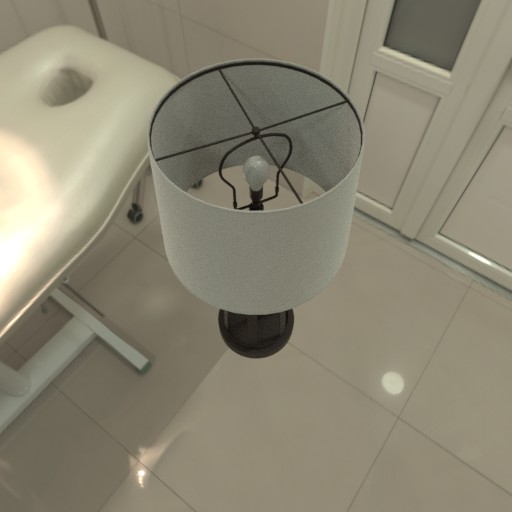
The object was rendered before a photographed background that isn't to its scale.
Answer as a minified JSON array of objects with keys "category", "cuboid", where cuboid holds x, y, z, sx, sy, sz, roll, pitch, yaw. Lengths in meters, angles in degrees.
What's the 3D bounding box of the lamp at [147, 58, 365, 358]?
[{"category":"lamp","cuboid":[0.000,0.000,0.667,0.251,0.509,0.251,0,59,0]}]
